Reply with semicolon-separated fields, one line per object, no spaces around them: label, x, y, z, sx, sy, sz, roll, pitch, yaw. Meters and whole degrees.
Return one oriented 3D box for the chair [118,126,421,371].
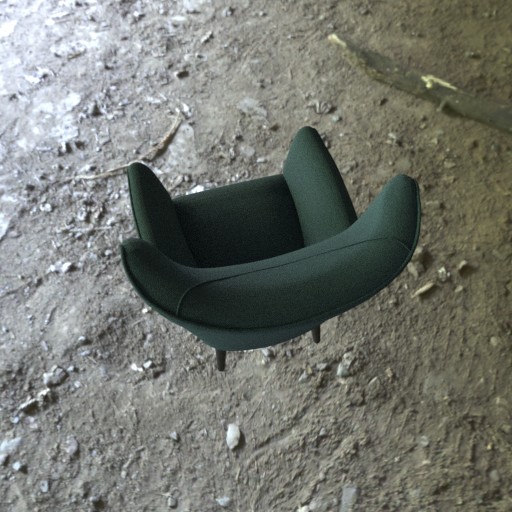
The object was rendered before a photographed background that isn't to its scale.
chair;0.000;0.000;1.577;0.781;0.933;0.888;-14;59;-9
